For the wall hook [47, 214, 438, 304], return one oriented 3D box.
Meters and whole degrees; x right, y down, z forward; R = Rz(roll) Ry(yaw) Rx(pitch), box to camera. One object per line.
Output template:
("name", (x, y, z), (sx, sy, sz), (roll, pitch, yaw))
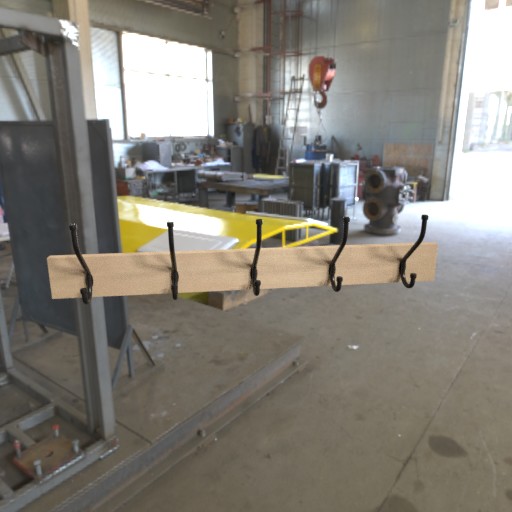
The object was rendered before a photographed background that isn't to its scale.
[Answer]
("wall hook", (0.000, 0.000, 0.624), (0.571, 0.117, 0.071), (-2, 16, -8))
